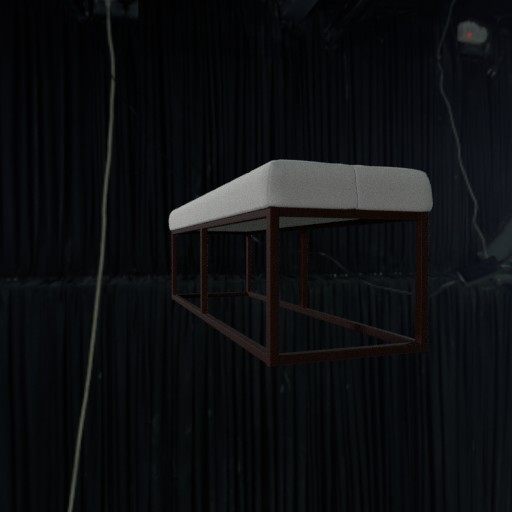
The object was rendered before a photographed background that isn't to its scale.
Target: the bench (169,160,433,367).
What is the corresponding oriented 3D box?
[{"bbox_3d":[0.000,0.000,1.779,0.479,0.488,1.488,0,1,-19],"label":"bench"}]
